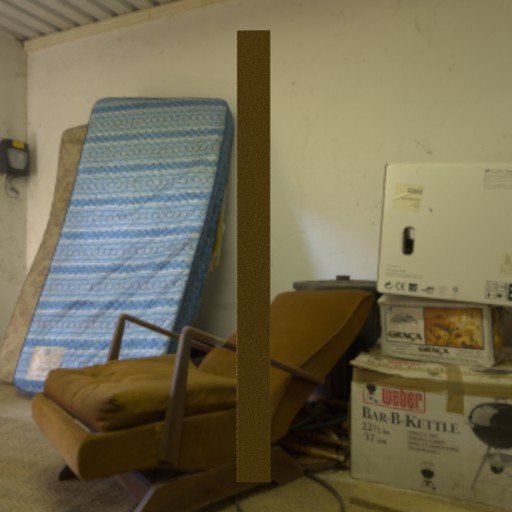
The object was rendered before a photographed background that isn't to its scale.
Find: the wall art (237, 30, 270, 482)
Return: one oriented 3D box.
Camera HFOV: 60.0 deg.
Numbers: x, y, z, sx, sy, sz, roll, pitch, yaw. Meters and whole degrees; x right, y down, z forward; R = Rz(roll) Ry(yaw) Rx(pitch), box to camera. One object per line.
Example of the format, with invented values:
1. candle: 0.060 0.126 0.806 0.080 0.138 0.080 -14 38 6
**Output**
1. wall art: 0.000 0.000 0.897 0.048 0.642 0.537 0 0 1
